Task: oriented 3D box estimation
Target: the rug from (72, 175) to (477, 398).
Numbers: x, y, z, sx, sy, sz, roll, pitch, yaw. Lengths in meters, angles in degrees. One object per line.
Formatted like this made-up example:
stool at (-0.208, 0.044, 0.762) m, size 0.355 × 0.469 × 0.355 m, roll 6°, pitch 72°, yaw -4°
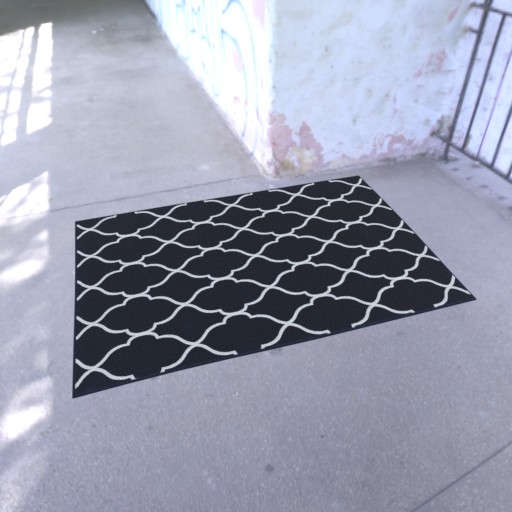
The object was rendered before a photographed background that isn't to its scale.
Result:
rug at (0.000, 0.000, 2.921) m, size 2.290 × 0.014 × 1.526 m, roll -11°, pitch 41°, yaw -13°
